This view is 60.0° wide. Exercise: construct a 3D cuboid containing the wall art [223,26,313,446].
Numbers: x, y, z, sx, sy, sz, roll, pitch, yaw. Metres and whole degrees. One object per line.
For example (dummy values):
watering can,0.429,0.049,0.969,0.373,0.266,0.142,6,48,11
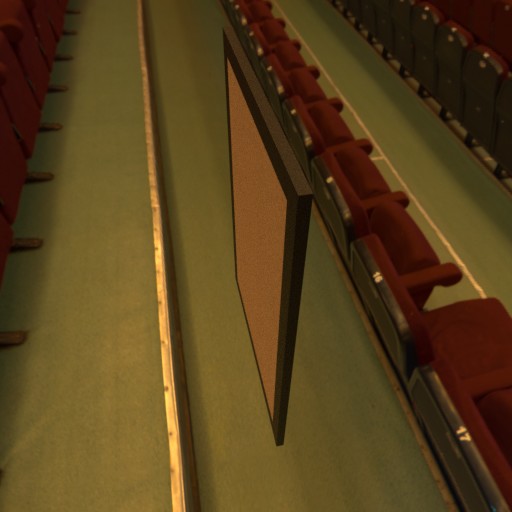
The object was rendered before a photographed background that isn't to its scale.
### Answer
wall art,0.000,0.000,0.679,0.013,0.534,0.381,-9,47,-8
